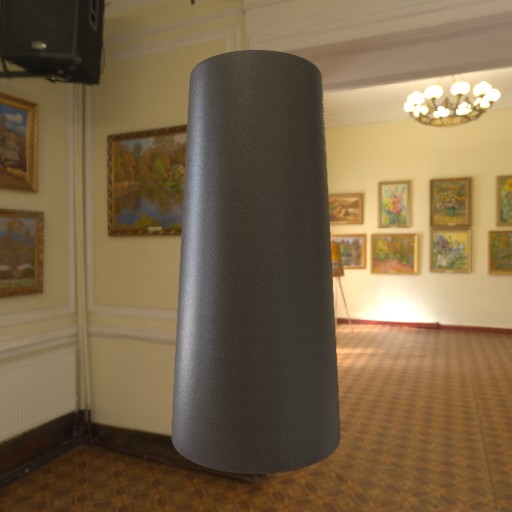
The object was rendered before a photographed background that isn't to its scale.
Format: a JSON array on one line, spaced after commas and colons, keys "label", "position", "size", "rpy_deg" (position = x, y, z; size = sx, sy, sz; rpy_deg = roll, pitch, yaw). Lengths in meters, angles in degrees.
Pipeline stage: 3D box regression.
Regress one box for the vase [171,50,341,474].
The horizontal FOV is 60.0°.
[{"label": "vase", "position": [0.000, 0.000, 0.361], "size": [0.136, 0.289, 0.136], "rpy_deg": [1, 2, 36]}]
